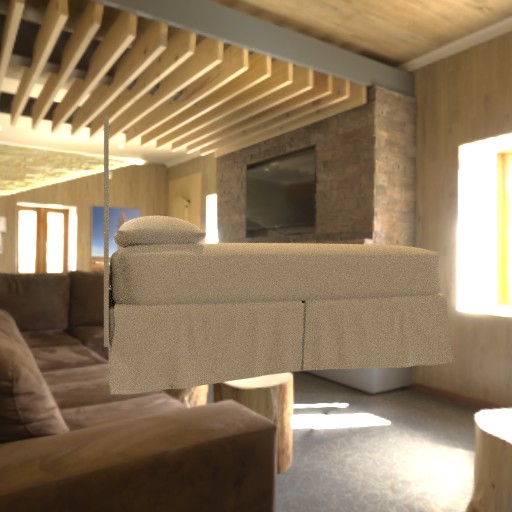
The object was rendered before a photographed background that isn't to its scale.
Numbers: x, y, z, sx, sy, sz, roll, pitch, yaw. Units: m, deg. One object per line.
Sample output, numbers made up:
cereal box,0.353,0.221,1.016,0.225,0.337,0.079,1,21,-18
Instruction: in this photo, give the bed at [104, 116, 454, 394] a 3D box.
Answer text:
bed,0.000,0.000,3.240,2.094,1.335,1.745,0,0,-19
